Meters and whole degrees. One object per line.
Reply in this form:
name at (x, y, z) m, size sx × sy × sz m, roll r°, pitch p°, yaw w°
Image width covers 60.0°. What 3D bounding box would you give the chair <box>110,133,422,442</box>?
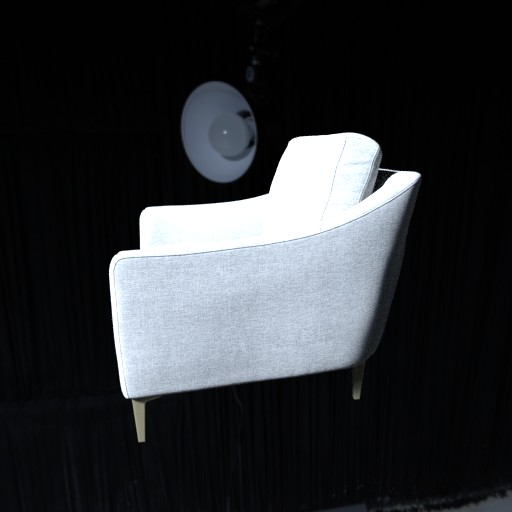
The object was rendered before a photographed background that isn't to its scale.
chair at (0.000, 0.000, 1.709) m, size 0.961 × 0.902 × 0.986 m, roll -2°, pitch 14°, yaw -9°
